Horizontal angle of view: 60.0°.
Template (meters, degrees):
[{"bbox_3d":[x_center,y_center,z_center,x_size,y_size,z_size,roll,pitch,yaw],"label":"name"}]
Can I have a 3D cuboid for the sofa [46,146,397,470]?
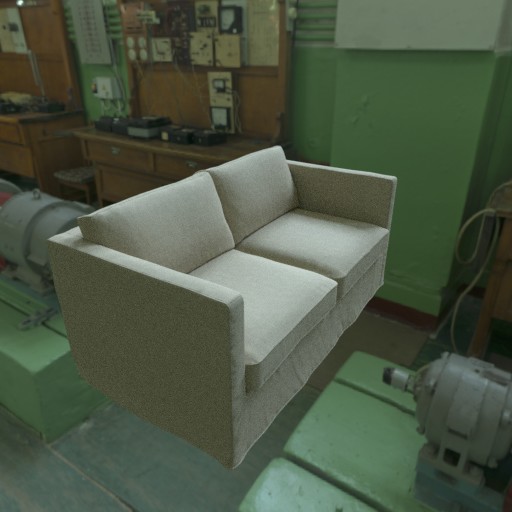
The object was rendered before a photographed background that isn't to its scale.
[{"bbox_3d":[0.000,0.000,2.316,0.962,0.835,1.719,16,30,29],"label":"sofa"}]
